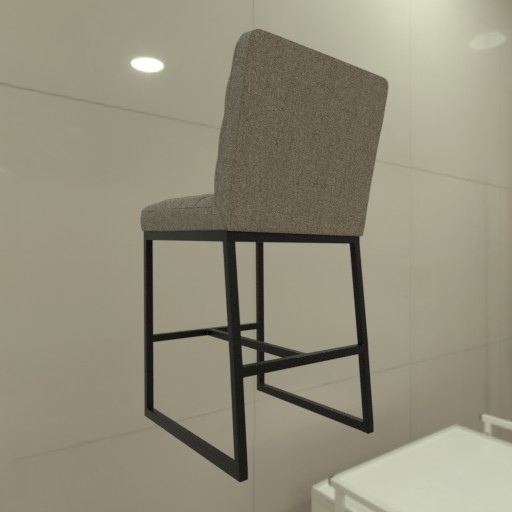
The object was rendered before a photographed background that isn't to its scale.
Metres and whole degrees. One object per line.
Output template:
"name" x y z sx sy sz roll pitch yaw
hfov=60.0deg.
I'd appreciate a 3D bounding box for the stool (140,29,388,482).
"stool" 0.000 0.000 1.235 0.460 0.940 0.560 0 0 -37
